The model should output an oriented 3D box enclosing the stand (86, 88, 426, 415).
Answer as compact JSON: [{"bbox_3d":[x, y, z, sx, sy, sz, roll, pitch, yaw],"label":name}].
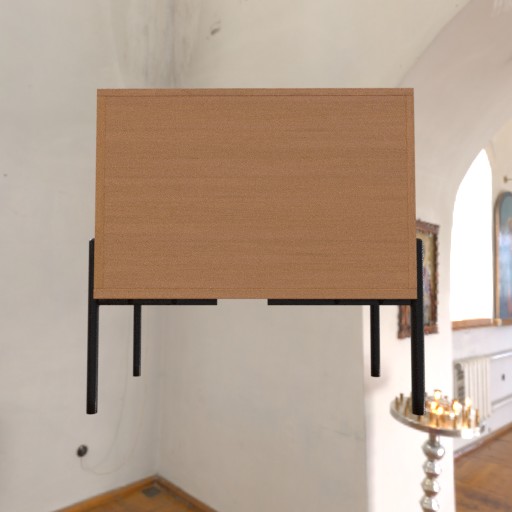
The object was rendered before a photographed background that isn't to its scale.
[{"bbox_3d":[0.000,0.000,1.001,0.630,0.600,0.400,0,-2,0],"label":"stand"}]
